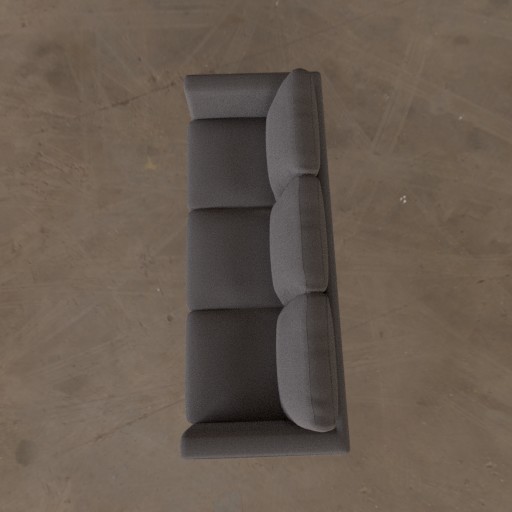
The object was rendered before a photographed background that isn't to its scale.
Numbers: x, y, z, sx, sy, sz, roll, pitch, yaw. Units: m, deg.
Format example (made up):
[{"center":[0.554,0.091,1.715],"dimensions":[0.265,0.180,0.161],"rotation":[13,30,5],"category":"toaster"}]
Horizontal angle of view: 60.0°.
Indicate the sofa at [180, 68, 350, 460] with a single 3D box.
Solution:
[{"center":[0.000,0.000,2.496],"dimensions":[0.802,0.912,2.029],"rotation":[-2,76,0],"category":"sofa"}]
